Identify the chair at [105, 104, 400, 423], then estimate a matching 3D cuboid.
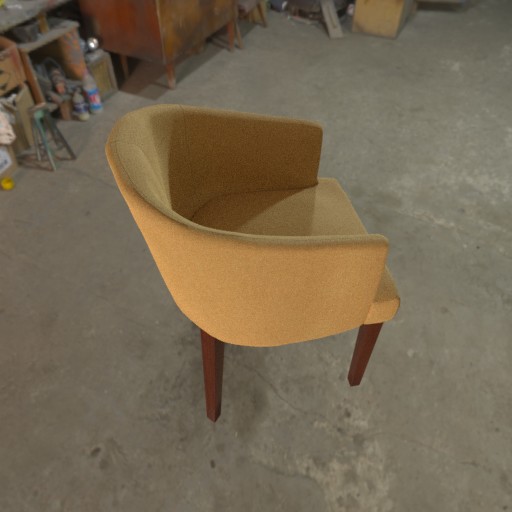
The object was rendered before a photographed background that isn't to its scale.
[{"bbox_3d":[0.000,0.000,1.266,0.655,0.811,0.583,-8,46,-7],"label":"chair"}]
